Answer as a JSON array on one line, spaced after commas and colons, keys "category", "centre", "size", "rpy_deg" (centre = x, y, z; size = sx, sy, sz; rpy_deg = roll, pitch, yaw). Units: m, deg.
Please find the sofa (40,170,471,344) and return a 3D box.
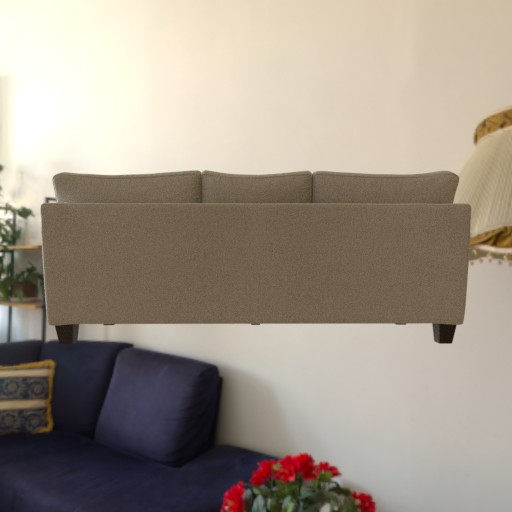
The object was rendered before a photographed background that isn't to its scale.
[{"category": "sofa", "centre": [0.000, 0.000, 2.841], "size": [2.323, 0.991, 1.016], "rpy_deg": [0, -1, -1]}]
